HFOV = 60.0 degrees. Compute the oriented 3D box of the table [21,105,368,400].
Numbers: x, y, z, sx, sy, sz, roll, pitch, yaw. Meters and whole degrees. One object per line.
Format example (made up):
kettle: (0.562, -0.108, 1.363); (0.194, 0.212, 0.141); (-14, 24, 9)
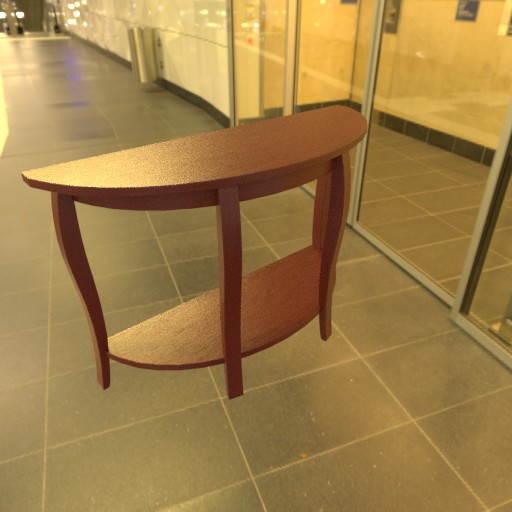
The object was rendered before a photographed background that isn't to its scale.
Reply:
table: (0.000, 0.000, 1.527); (1.219, 0.779, 0.405); (-23, 38, -34)
